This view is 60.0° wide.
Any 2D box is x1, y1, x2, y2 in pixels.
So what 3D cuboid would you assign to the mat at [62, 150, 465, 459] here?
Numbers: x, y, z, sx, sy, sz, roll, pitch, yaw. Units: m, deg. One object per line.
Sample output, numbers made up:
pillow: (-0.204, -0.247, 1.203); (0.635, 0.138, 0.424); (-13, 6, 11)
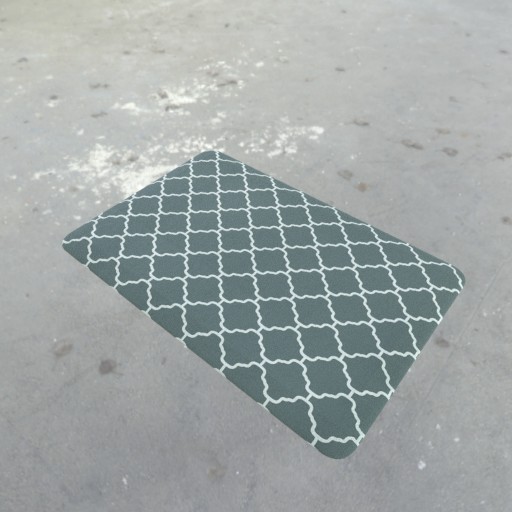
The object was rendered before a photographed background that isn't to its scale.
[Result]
mat: (0.000, 0.000, 0.966); (0.762, 0.021, 0.508); (31, 54, 26)
